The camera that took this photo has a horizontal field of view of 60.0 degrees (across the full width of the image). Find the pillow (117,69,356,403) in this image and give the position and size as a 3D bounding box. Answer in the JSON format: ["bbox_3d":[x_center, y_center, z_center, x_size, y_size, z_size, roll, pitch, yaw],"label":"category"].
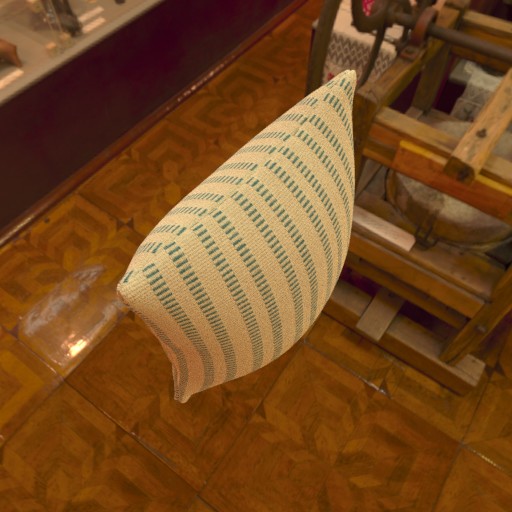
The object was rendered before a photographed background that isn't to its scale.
[{"bbox_3d":[0.000,0.000,0.687,0.247,0.419,0.438,33,64,19],"label":"pillow"}]
